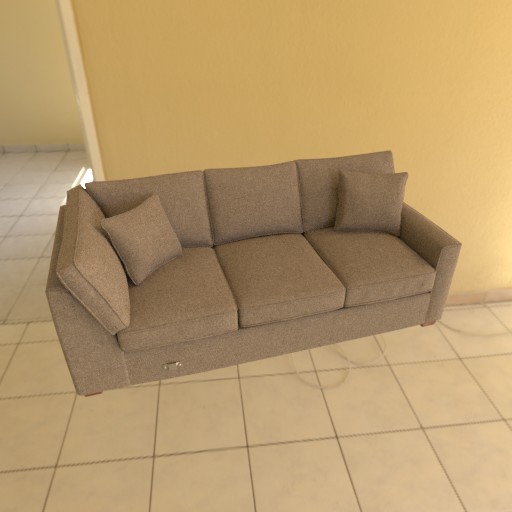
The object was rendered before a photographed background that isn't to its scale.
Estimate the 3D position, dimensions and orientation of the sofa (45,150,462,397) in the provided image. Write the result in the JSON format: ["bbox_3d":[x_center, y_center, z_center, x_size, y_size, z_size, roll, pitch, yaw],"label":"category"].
[{"bbox_3d":[0.000,0.000,2.836,2.317,0.962,1.061,-9,32,-14],"label":"sofa"}]
